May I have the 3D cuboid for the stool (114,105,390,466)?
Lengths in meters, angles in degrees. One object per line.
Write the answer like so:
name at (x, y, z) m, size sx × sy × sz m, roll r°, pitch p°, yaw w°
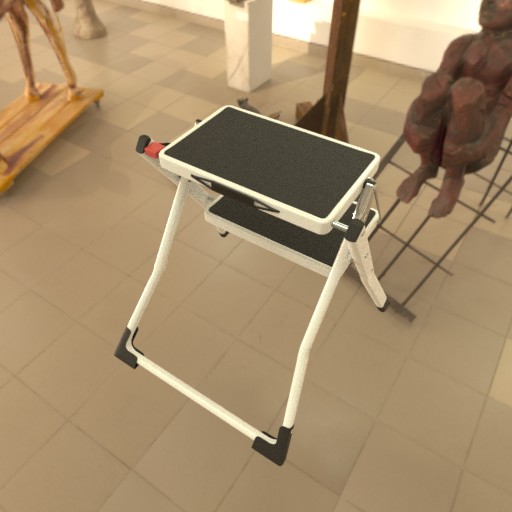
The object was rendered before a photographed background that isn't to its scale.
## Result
stool at (0.000, 0.000, 0.867) m, size 0.485 × 0.445 × 0.490 m, roll 25°, pitch 52°, yaw 22°
